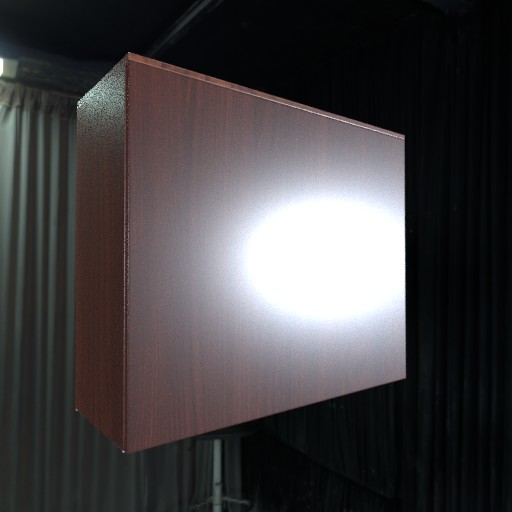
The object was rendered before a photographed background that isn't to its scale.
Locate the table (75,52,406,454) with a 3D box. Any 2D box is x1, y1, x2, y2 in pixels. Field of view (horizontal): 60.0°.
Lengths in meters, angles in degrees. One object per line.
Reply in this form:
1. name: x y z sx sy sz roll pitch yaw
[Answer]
1. table: 0.000 0.000 1.302 0.930 0.790 0.380 1 -1 -38
